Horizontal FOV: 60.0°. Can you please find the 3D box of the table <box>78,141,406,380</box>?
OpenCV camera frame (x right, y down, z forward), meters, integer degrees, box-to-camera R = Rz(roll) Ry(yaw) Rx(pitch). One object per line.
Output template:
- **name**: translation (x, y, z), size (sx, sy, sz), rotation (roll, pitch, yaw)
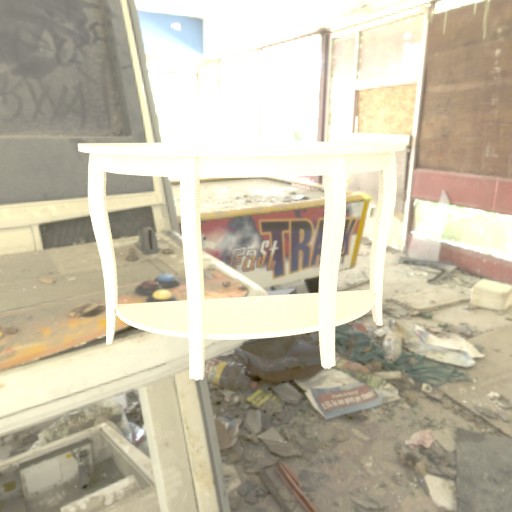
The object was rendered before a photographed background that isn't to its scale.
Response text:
- **table**: translation (0.000, 0.000, 1.599), size (1.219, 0.780, 0.394), rotation (-3, 17, -8)
